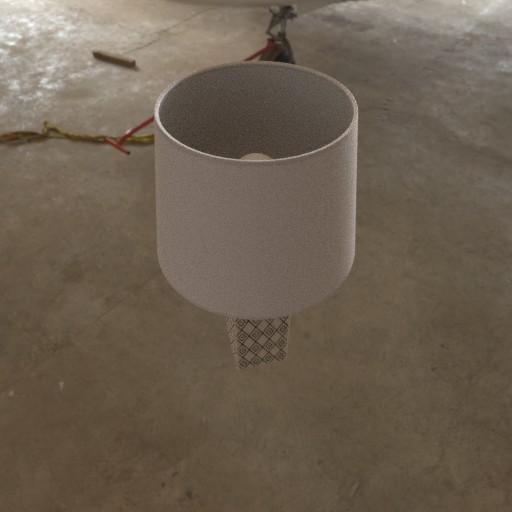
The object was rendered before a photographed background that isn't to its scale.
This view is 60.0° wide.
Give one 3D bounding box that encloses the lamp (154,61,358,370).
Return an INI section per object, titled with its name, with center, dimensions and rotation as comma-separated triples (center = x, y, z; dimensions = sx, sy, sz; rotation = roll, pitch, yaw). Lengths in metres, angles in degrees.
[lamp]
center = 0.000, 0.000, 0.593
dimensions = 0.251, 0.435, 0.251
rotation = 0, 47, 0
